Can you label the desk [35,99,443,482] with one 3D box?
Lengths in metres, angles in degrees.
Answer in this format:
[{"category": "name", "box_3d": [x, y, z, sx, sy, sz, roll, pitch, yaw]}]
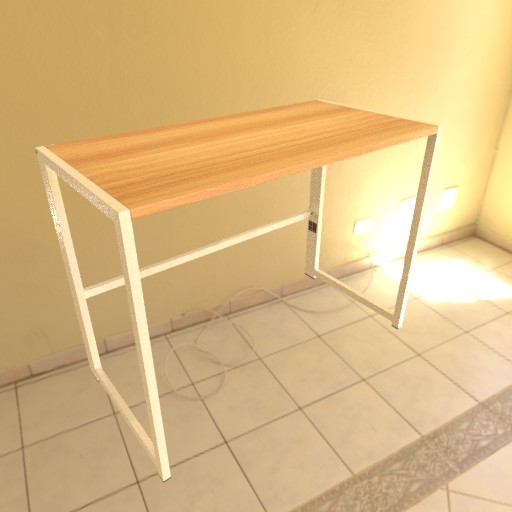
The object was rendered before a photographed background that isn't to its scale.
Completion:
[{"category": "desk", "box_3d": [0.000, 0.000, 1.400, 1.016, 0.762, 0.508, -22, 36, -33]}]
